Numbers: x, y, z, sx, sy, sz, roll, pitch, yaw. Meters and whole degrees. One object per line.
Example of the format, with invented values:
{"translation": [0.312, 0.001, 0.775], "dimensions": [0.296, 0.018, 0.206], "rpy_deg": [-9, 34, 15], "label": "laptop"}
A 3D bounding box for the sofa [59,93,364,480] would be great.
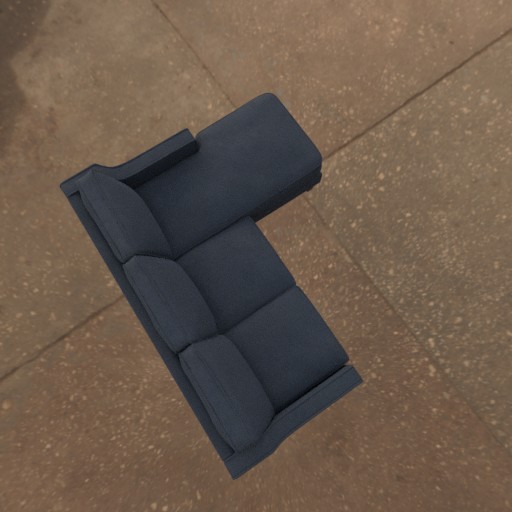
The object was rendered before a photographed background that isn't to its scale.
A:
{"translation": [0.000, 0.000, 3.346], "dimensions": [1.858, 1.066, 2.317], "rpy_deg": [-33, 78, -8], "label": "sofa"}
